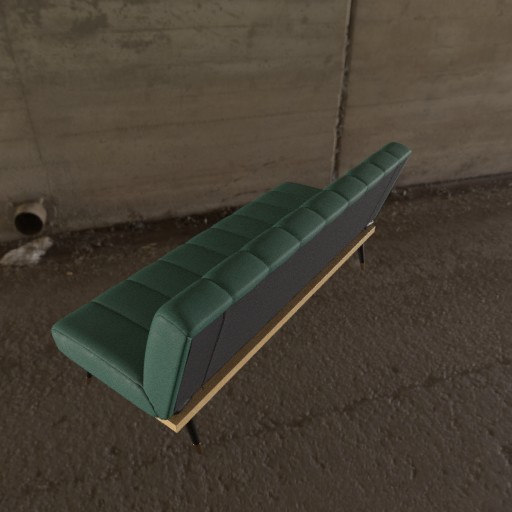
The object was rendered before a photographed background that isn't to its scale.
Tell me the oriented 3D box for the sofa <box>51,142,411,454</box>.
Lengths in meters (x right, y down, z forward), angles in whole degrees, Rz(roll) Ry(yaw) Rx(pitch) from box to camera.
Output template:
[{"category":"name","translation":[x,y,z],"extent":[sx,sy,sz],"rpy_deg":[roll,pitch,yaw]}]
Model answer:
[{"category":"sofa","translation":[0.000,0.000,2.217],"extent":[0.830,0.820,1.810],"rpy_deg":[21,39,29]}]
